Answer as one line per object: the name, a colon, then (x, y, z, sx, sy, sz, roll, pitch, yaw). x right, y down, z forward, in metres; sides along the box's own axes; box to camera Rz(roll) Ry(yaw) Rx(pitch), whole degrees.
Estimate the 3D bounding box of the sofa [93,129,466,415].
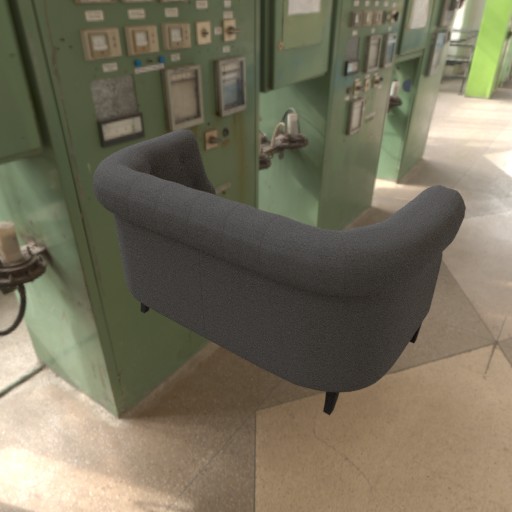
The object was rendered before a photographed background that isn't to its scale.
sofa: (0.000, 0.000, 2.027, 1.558, 0.827, 0.835, 21, 37, 31)
